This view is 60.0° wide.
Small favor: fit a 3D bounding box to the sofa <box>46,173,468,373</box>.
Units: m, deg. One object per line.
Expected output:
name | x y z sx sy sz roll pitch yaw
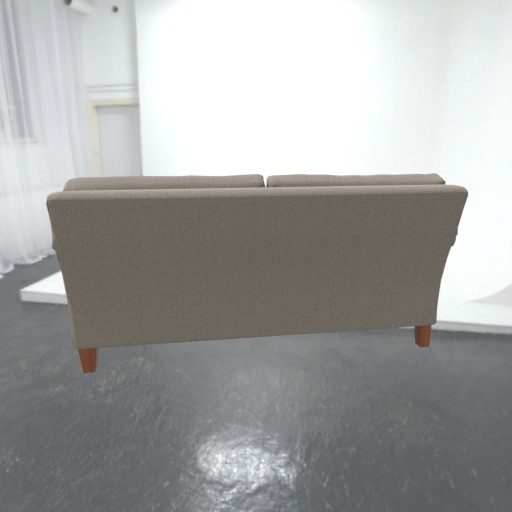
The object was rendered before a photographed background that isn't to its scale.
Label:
sofa | 0.000 0.000 2.775 2.160 1.054 1.087 -2 15 -9
